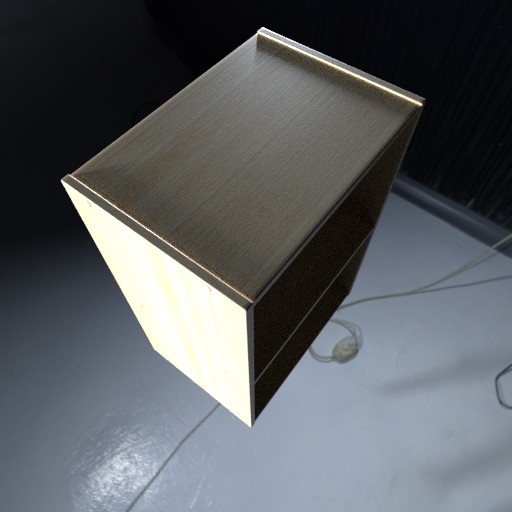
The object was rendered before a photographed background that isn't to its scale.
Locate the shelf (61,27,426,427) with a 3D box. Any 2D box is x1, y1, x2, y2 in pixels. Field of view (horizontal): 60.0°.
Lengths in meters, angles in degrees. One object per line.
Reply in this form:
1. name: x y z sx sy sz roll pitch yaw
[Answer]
1. shelf: 0.000 0.000 0.834 0.290 0.592 0.414 33 64 19
